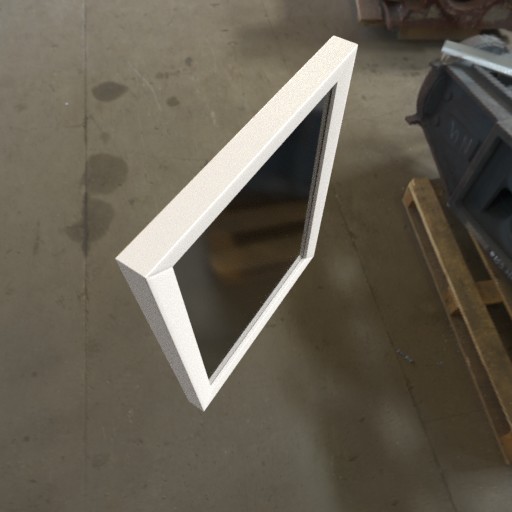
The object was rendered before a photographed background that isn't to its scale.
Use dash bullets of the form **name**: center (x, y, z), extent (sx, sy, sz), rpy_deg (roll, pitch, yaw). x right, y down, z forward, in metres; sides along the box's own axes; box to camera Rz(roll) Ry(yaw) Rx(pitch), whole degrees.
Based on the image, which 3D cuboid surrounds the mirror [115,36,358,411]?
- **mirror**: center (0.000, 0.000, 0.693), extent (0.041, 0.508, 0.405), rpy_deg (30, 63, 17)
